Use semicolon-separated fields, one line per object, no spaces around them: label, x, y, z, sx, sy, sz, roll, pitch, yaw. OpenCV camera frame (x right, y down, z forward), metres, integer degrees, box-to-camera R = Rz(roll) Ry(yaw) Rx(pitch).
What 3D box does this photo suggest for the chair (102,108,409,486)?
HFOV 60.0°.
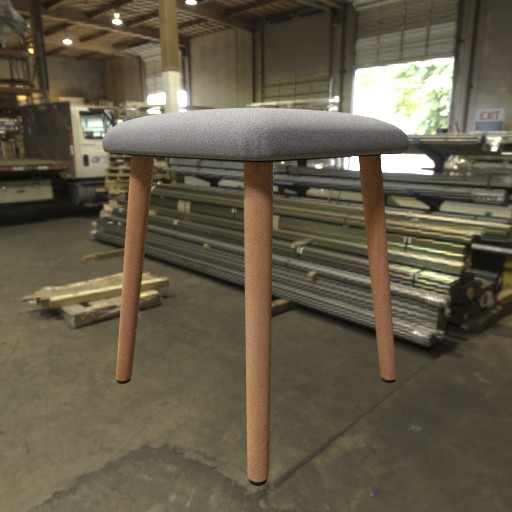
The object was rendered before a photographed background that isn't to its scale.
chair;0.000;0.000;0.703;0.350;0.440;0.350;15;21;43
